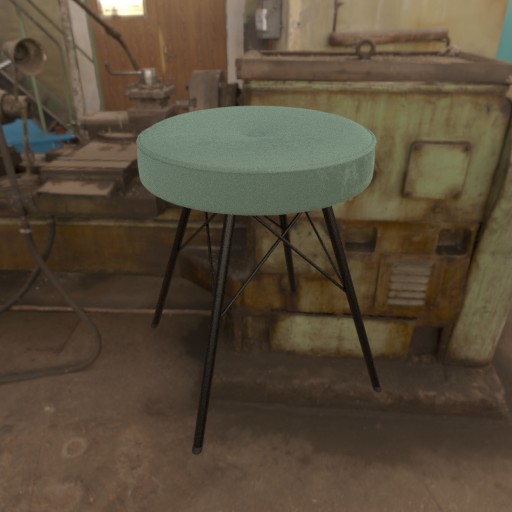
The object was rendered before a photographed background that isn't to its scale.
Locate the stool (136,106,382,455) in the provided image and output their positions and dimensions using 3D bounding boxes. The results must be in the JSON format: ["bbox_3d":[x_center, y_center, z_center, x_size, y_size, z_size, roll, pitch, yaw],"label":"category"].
[{"bbox_3d":[0.000,0.000,0.886,0.458,0.519,0.457,-7,30,-12],"label":"stool"}]
